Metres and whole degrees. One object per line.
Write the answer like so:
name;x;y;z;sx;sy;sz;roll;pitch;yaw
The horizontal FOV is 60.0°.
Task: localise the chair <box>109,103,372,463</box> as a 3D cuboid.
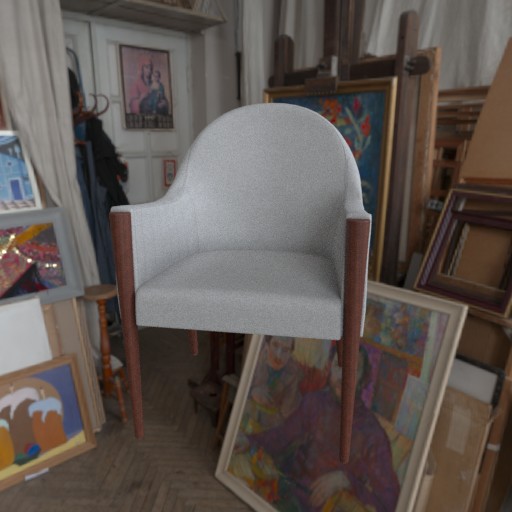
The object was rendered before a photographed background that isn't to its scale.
chair;0.000;0.000;1.290;0.610;0.889;0.620;3;15;10
